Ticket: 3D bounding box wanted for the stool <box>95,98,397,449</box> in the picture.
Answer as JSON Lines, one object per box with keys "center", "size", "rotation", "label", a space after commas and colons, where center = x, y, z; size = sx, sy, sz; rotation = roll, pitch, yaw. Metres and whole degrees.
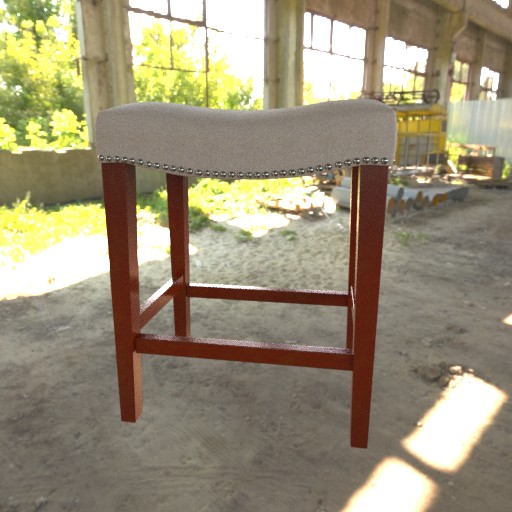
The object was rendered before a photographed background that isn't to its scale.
{"center": [0.000, 0.000, 0.960], "size": [0.509, 0.632, 0.375], "rotation": [3, 15, 9], "label": "stool"}
